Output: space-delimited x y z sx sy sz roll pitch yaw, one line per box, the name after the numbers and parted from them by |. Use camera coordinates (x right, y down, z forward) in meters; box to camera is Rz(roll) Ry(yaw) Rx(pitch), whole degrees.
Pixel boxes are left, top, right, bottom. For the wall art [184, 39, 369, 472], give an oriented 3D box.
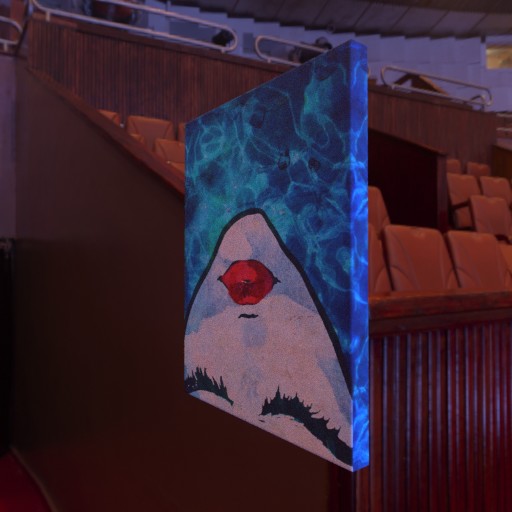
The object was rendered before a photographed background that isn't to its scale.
0.000 0.000 0.861 0.038 0.635 0.508 1 -1 -38 | wall art
